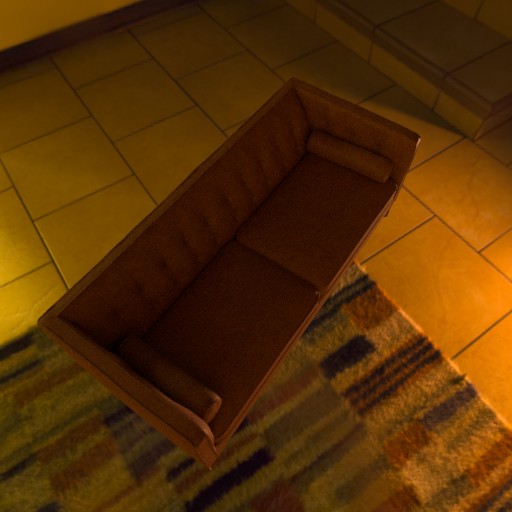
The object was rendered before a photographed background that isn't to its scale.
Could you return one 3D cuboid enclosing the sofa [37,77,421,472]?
[{"bbox_3d":[0.000,0.000,2.553,0.912,0.798,2.079,31,63,18],"label":"sofa"}]
